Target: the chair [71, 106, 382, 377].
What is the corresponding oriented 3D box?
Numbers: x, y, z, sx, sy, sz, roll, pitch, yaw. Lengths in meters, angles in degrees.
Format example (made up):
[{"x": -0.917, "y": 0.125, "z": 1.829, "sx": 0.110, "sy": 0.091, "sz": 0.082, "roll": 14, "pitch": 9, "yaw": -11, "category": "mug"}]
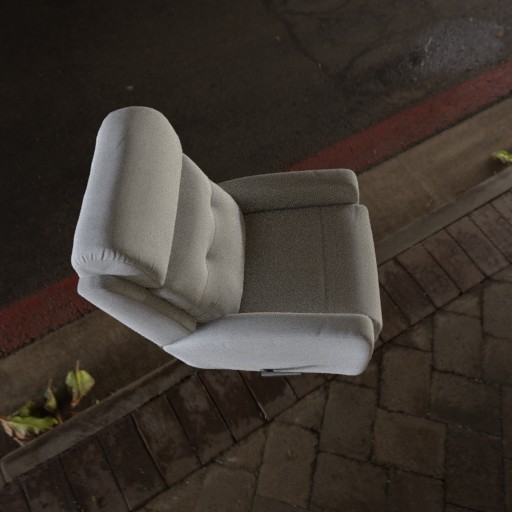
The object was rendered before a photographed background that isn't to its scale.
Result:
[{"x": 0.000, "y": 0.000, "z": 1.721, "sx": 1.043, "sy": 1.013, "sz": 0.798, "roll": 1, "pitch": 63, "yaw": 1, "category": "chair"}]
